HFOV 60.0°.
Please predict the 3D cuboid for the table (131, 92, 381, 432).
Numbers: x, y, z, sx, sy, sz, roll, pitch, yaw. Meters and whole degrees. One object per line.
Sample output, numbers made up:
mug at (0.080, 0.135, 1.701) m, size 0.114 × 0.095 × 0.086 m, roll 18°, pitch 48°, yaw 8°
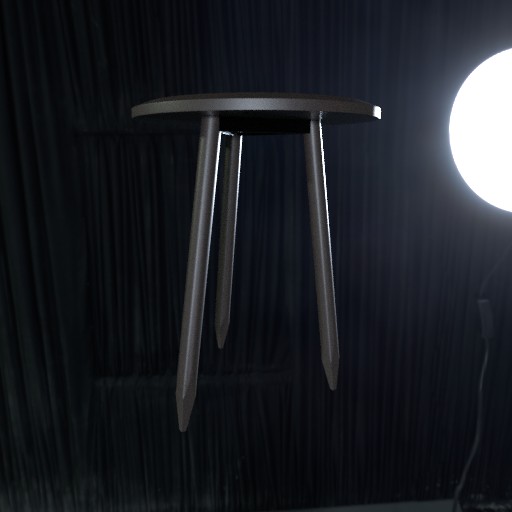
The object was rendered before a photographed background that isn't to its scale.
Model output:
table at (0.000, 0.000, 0.909) m, size 0.457 × 0.585 × 0.457 m, roll 0°, pitch 13°, yaw 0°
